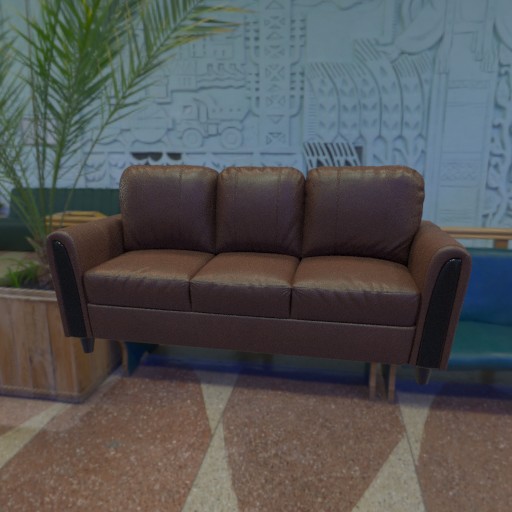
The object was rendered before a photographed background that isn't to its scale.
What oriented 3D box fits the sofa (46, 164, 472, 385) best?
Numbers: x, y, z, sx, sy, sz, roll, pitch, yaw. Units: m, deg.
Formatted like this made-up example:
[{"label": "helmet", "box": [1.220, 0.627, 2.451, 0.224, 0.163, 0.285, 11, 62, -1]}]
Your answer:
[{"label": "sofa", "box": [0.000, 0.000, 2.277, 1.862, 0.915, 0.802, 3, 14, 11]}]
